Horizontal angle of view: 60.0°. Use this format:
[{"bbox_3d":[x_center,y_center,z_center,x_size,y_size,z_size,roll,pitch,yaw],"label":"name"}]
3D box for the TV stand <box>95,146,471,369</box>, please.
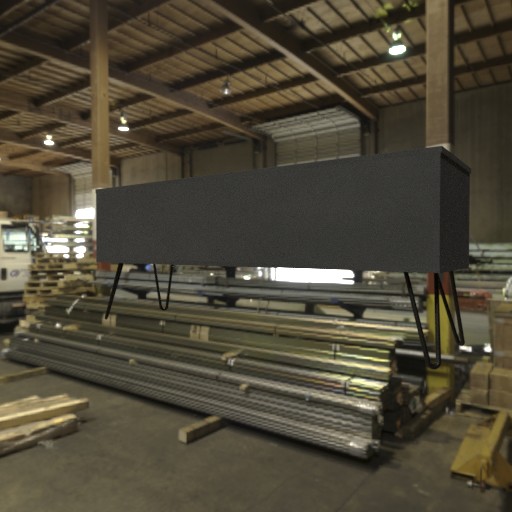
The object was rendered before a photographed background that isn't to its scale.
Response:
[{"bbox_3d":[0.000,0.000,1.656,1.400,0.560,0.400,1,1,35],"label":"TV stand"}]
